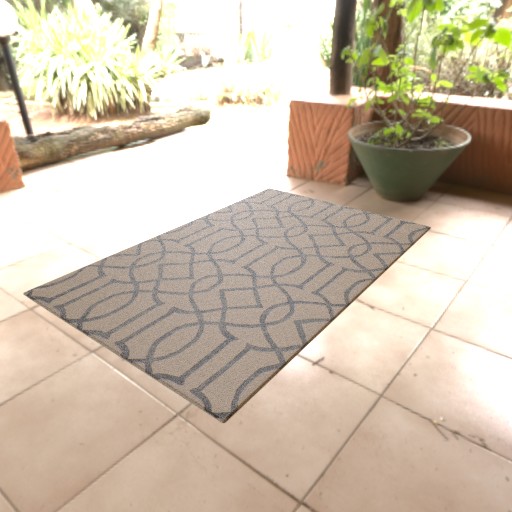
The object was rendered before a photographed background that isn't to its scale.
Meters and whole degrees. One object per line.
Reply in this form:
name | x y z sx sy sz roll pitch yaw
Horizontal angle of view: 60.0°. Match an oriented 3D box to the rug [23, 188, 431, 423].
rug | 0.000 0.000 2.929 1.521 0.017 2.365 19 33 33
